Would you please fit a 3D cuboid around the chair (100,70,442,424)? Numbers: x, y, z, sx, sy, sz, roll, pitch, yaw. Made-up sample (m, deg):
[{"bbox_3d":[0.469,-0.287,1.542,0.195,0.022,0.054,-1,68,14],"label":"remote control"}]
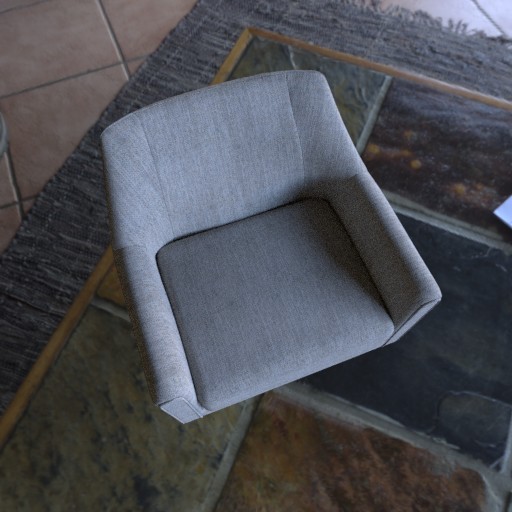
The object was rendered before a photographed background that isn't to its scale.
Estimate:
[{"bbox_3d":[0.000,0.000,1.403,0.796,0.761,0.758,-19,66,-9],"label":"chair"}]
